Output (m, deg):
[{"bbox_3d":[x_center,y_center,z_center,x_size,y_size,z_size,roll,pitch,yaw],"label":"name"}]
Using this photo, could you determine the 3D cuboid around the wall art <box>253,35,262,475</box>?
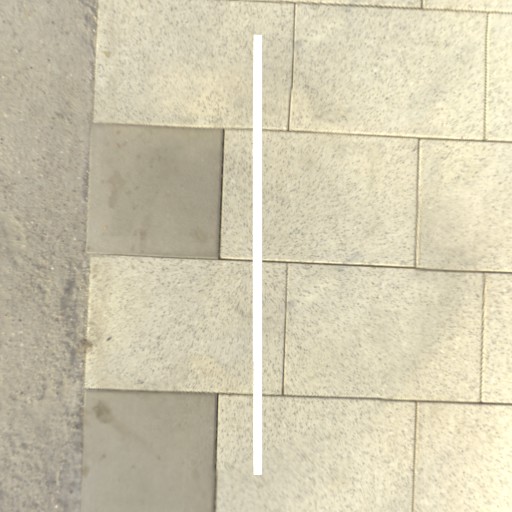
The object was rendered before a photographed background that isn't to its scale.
[{"bbox_3d":[0.000,0.000,1.225,0.015,0.812,0.812,0,89,0],"label":"wall art"}]
